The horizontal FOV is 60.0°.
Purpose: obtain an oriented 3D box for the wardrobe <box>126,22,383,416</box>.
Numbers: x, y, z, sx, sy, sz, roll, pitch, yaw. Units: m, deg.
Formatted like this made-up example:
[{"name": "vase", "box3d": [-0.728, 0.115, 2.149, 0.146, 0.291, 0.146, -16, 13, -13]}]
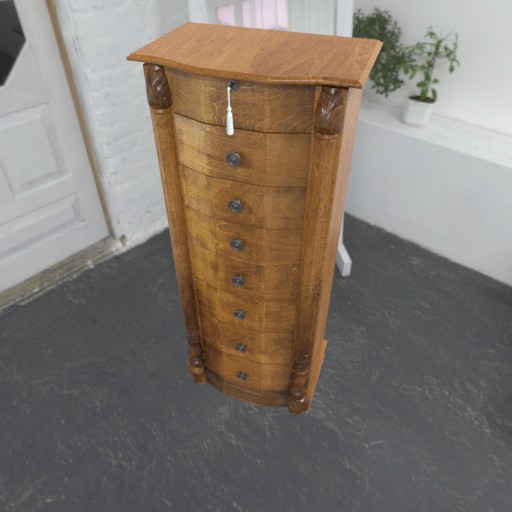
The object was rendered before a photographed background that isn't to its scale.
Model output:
[{"name": "wardrobe", "box3d": [0.000, 0.000, 1.092, 0.406, 0.959, 0.273, 13, 43, 15]}]
